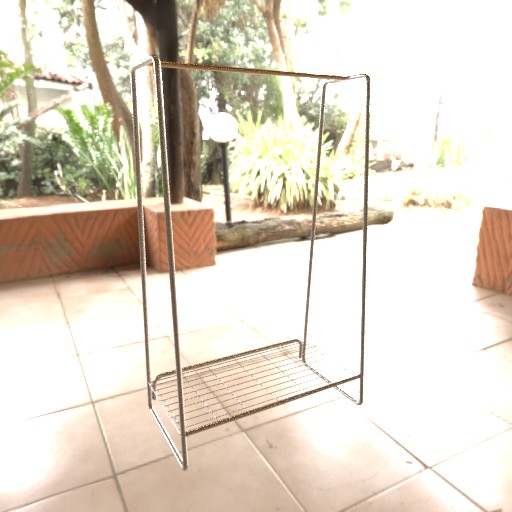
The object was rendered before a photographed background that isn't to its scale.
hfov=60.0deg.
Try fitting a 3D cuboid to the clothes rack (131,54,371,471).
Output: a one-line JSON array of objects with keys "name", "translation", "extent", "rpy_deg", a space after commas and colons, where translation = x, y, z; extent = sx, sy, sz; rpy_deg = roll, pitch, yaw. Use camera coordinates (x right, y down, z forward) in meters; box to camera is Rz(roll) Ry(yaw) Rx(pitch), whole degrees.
[{"name": "clothes rack", "translation": [0.000, 0.000, 1.911], "extent": [0.900, 1.500, 0.495], "rpy_deg": [-8, 17, -28]}]
